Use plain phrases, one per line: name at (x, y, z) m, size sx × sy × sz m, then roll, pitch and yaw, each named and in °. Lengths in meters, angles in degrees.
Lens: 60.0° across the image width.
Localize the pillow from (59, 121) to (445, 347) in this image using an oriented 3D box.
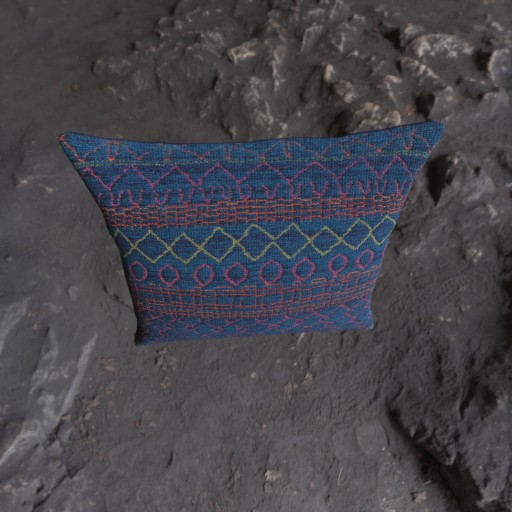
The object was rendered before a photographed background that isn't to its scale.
pillow at (0.000, 0.000, 0.645) m, size 0.431 × 0.431 × 0.141 m, roll -3°, pitch 48°, yaw -3°
